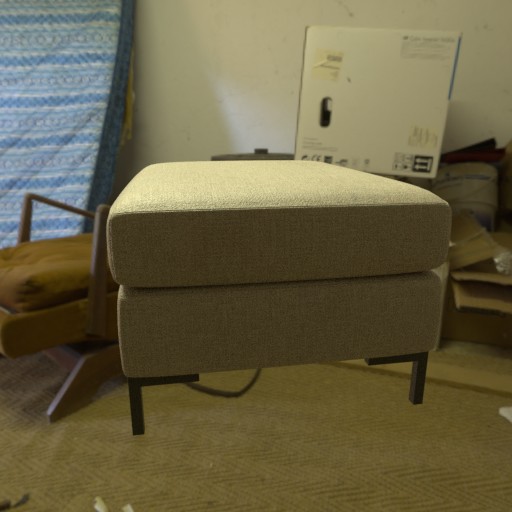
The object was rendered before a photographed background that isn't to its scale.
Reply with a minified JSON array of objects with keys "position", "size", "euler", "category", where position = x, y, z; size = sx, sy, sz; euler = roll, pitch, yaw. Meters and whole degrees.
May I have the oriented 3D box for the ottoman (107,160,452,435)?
[{"position":[0.000,0.000,1.220],"size":[0.671,0.490,0.820],"euler":[-3,16,-9],"category":"ottoman"}]
